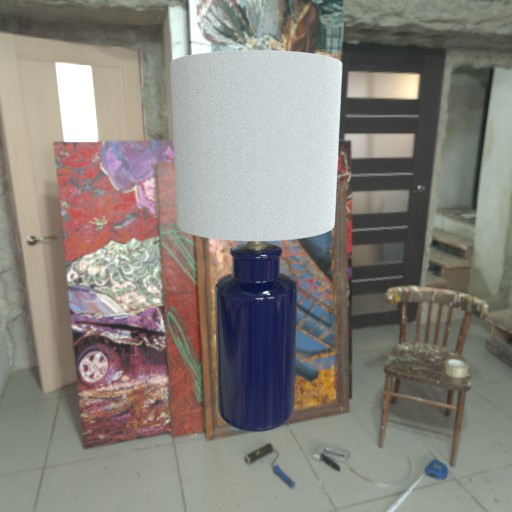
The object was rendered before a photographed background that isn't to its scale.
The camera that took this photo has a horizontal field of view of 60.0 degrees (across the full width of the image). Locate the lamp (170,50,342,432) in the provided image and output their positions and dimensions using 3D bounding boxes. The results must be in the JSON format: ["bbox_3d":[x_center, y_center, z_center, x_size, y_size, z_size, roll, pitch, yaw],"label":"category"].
[{"bbox_3d":[0.000,0.000,0.618,0.212,0.493,0.212,15,21,42],"label":"lamp"}]
